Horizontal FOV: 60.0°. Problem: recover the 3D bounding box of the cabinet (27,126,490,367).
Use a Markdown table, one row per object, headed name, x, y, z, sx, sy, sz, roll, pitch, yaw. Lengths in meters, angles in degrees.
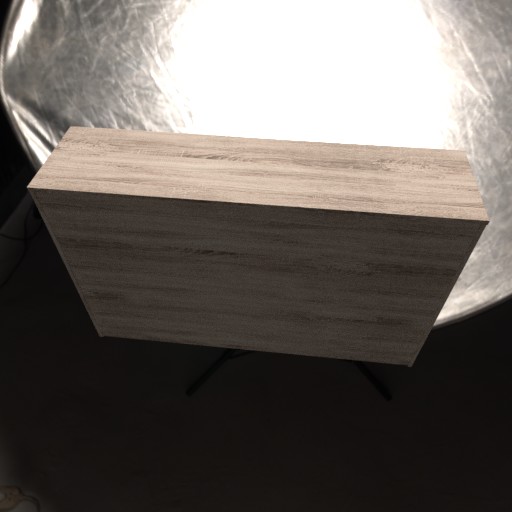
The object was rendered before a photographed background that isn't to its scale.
| name | x | y | z | sx | sy | sz | roll | pitch | yaw |
| --- | --- | --- | --- | --- | --- | --- | --- | --- | --- |
| cabinet | 0.000 | 0.000 | 1.839 | 1.450 | 0.900 | 0.380 | 5 | 48 | 4 |
